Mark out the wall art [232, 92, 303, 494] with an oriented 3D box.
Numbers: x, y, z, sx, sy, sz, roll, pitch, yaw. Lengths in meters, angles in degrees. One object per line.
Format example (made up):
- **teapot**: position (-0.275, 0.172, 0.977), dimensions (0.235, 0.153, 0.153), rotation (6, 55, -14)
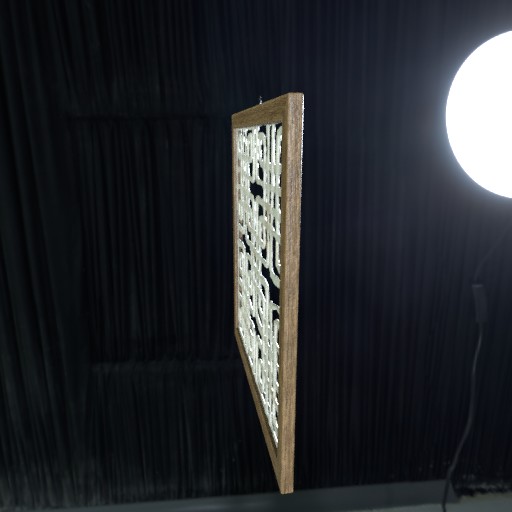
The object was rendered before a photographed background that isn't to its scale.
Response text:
- **wall art**: position (0.000, 0.000, 0.849), dimensions (0.021, 0.582, 0.561), rotation (-3, 15, -9)
